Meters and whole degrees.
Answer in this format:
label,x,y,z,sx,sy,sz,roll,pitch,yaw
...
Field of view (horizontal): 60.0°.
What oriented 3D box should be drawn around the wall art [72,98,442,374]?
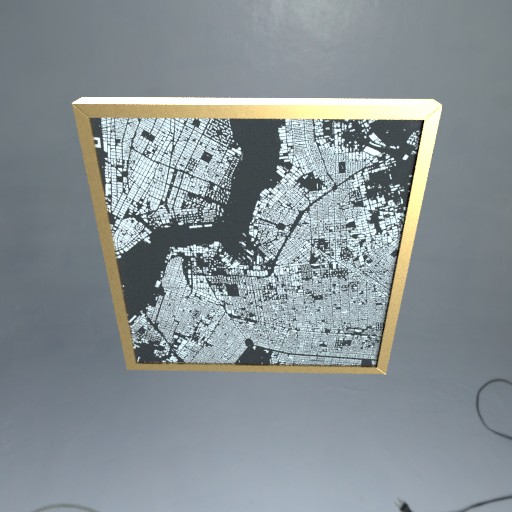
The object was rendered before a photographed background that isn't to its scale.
label,x,y,z,sx,sy,sz,roll,pitch,yaw
wall art,0.000,0.000,1.908,1.284,1.284,0.095,1,31,1
